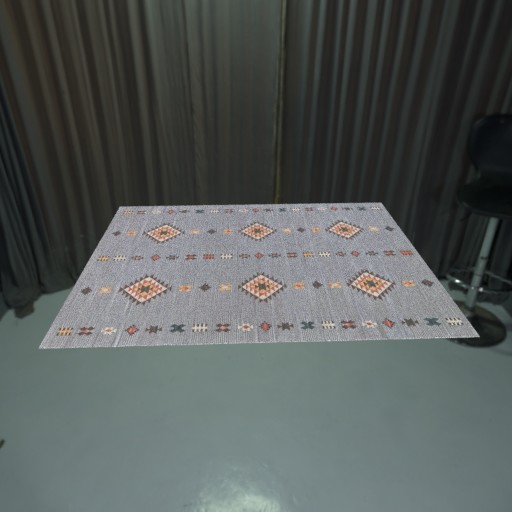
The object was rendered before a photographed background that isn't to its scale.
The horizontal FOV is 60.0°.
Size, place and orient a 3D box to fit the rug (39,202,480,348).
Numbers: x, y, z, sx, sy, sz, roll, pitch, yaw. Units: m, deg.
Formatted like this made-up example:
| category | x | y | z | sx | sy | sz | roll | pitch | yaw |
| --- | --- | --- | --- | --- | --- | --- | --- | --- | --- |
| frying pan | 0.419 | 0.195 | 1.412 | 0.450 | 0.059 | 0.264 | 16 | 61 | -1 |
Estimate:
| category | x | y | z | sx | sy | sz | roll | pitch | yaw |
| --- | --- | --- | --- | --- | --- | --- | --- | --- | --- |
| rug | 0.000 | 0.000 | 4.099 | 3.035 | 0.008 | 2.425 | -1 | 29 | -2 |
